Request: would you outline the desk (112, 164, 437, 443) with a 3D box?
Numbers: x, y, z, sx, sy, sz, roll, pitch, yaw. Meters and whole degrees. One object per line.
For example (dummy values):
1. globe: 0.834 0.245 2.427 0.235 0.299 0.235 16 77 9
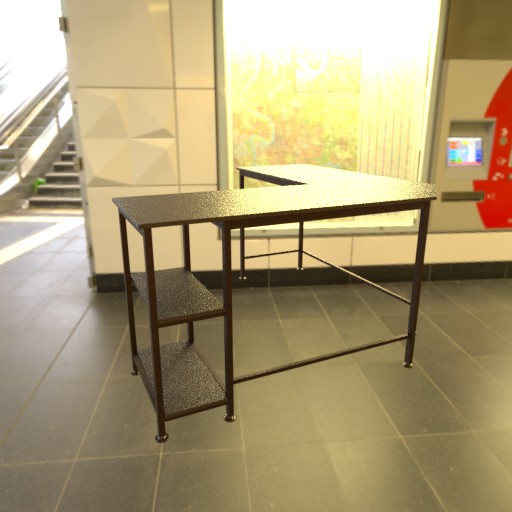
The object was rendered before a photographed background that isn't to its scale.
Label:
1. desk: 0.000 0.000 2.219 1.379 0.739 1.379 -8 19 -24
